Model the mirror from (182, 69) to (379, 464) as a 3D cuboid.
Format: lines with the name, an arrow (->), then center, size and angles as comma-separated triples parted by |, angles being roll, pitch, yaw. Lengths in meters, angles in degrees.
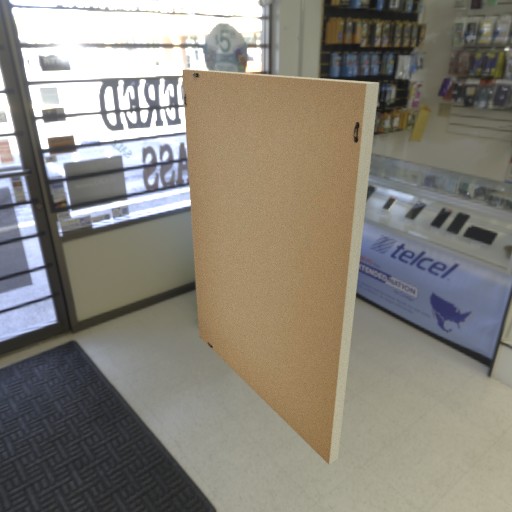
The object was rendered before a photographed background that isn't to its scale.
mirror -> 0.000, 0.000, 1.338 | 0.040, 1.016, 0.762 | -17, 30, -32
